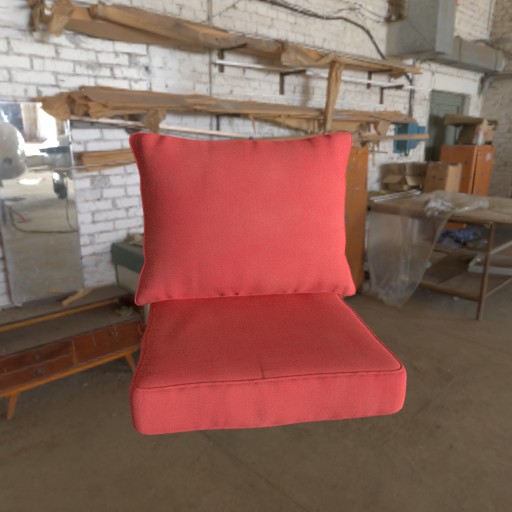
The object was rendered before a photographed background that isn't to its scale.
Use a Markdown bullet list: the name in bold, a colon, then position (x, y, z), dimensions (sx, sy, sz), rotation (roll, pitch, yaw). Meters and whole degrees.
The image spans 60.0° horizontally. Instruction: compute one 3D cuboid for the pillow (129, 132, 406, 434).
- **pillow**: position (0.000, 0.000, 1.337), dimensions (0.798, 0.725, 0.733), rotation (-2, 16, -7)
